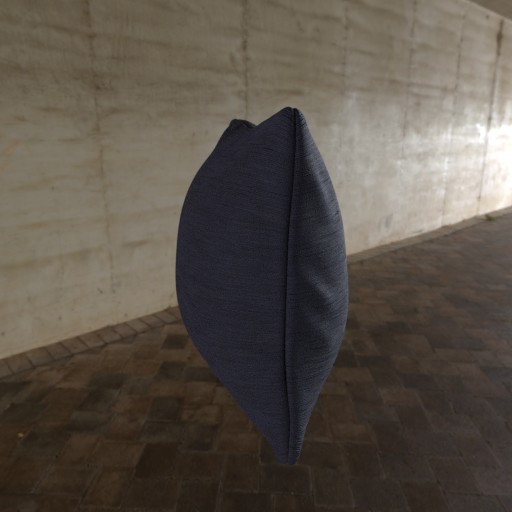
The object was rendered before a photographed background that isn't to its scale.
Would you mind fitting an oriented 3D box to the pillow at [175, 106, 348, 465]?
[{"bbox_3d":[0.000,0.000,0.678,0.246,0.414,0.432,-3,16,-10],"label":"pillow"}]
